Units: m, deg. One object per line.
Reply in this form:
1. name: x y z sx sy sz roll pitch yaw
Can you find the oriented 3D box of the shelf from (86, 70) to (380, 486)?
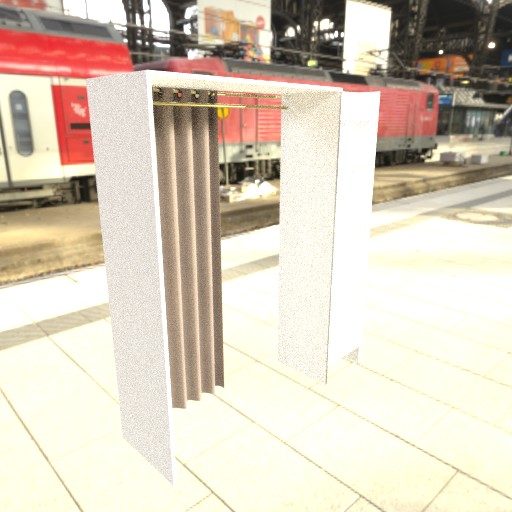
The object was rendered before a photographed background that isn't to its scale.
1. shelf: 0.000 0.000 2.538 0.500 1.820 1.600 16 23 43
